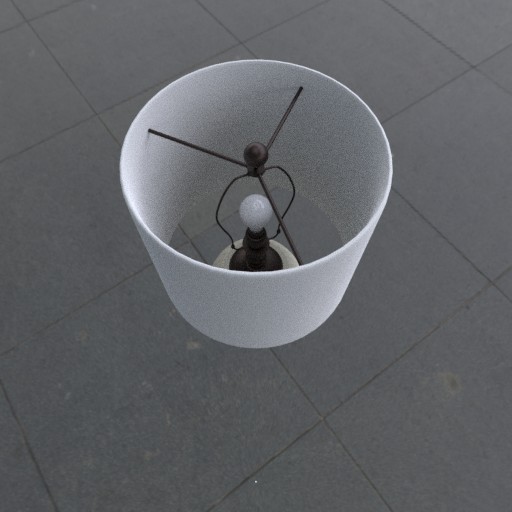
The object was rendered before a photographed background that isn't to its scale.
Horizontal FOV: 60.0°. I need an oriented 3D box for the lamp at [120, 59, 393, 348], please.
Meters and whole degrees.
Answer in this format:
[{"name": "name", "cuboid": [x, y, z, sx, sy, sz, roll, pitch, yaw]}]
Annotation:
[{"name": "lamp", "cuboid": [0.000, 0.000, 0.778, 0.329, 0.570, 0.329, -19, 65, -9]}]
